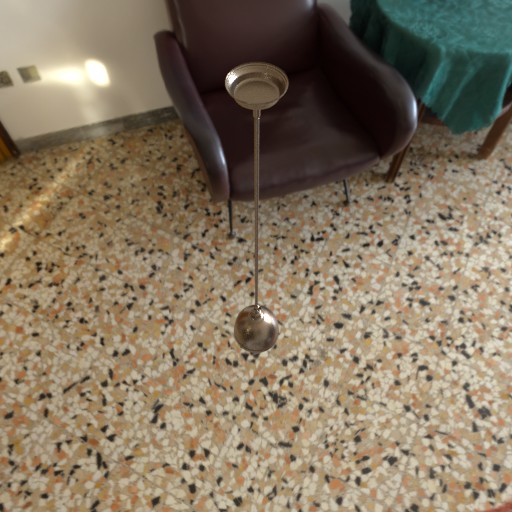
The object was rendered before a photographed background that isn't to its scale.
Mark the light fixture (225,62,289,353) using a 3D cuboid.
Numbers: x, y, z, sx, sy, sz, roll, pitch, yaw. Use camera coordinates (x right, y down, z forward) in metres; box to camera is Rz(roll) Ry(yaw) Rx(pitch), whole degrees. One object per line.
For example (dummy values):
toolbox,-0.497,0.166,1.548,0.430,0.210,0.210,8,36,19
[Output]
light fixture,0.000,0.000,1.491,0.211,1.367,0.217,32,64,18
